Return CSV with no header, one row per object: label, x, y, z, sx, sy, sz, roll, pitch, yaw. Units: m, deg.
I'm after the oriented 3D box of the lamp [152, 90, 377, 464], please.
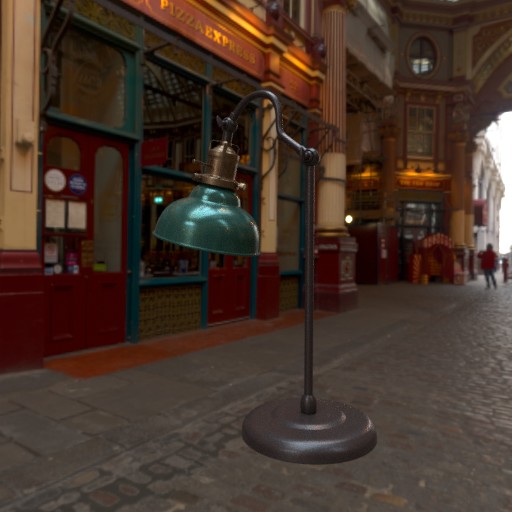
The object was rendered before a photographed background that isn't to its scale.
lamp,0.000,0.000,0.687,0.374,0.508,0.192,0,1,34
